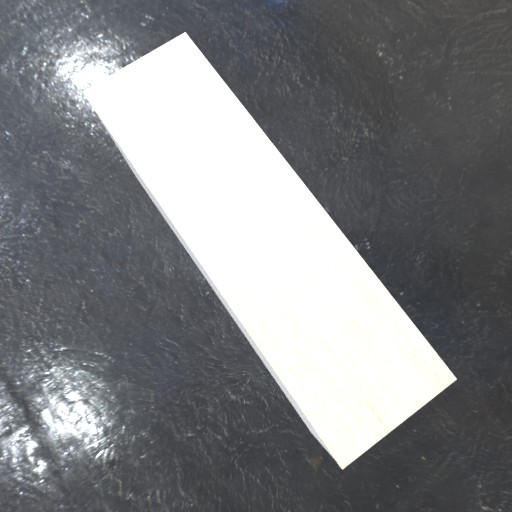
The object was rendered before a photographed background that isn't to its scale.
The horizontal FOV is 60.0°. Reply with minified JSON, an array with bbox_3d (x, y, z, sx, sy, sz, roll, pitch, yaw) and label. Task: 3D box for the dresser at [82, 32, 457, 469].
[{"bbox_3d":[0.000,0.000,1.913,0.457,0.914,1.524,-34,78,-8],"label":"dresser"}]
